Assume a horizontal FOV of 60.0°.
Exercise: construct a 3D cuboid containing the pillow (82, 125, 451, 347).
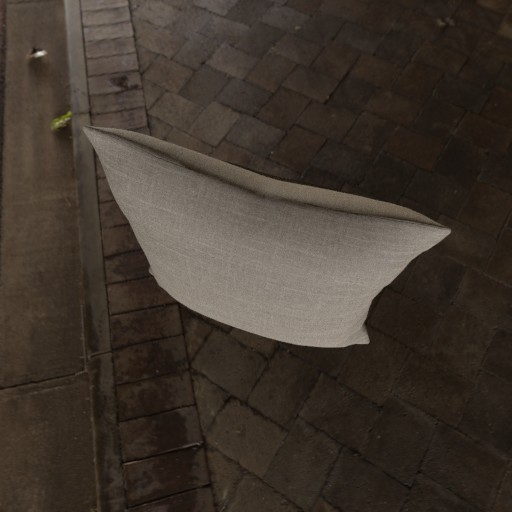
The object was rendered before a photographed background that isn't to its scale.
[{"bbox_3d":[0.000,0.000,0.641,0.424,0.400,0.169,17,65,8],"label":"pillow"}]
